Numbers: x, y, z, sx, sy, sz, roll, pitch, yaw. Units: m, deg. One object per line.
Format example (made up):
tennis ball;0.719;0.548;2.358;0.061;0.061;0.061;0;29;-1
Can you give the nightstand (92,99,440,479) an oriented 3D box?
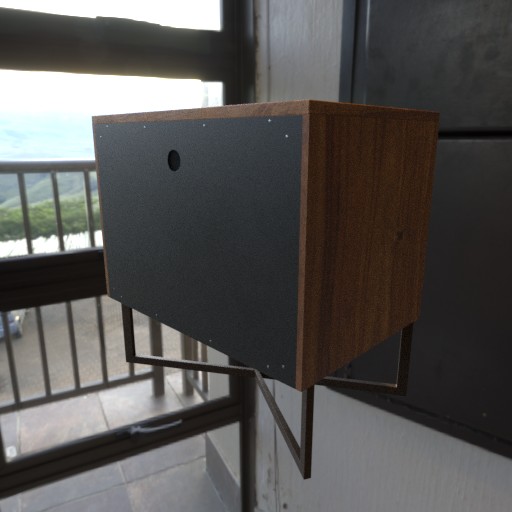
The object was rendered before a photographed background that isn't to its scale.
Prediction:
nightstand;0.000;0.000;1.008;0.613;0.615;0.427;14;20;43
